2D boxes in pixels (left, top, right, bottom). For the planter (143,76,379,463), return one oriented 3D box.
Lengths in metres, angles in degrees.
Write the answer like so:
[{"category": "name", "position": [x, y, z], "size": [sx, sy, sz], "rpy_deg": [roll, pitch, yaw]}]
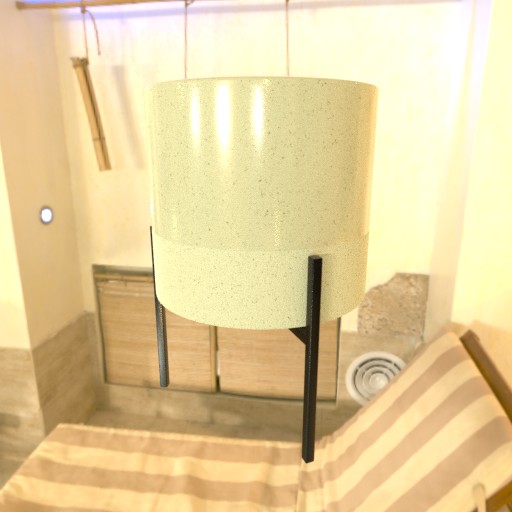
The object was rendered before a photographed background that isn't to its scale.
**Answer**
[{"category": "planter", "position": [0.000, 0.000, 0.326], "size": [0.159, 0.230, 0.152], "rpy_deg": [2, 16, 8]}]
